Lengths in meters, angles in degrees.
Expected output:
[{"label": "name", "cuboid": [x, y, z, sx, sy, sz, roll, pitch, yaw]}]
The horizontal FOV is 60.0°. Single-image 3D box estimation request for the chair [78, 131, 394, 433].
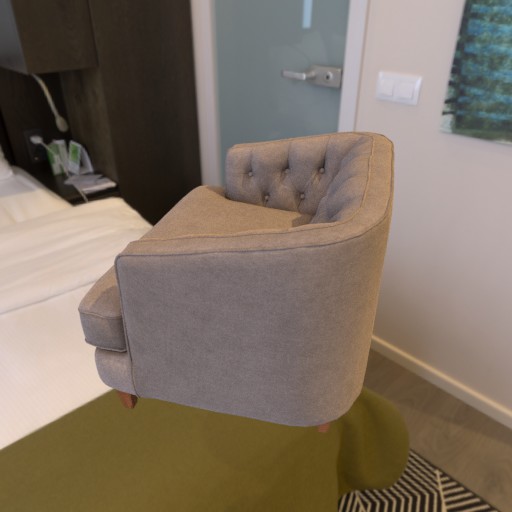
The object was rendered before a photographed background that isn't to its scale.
[{"label": "chair", "cuboid": [0.000, 0.000, 1.749, 0.941, 0.852, 1.104, 8, 32, 13]}]
